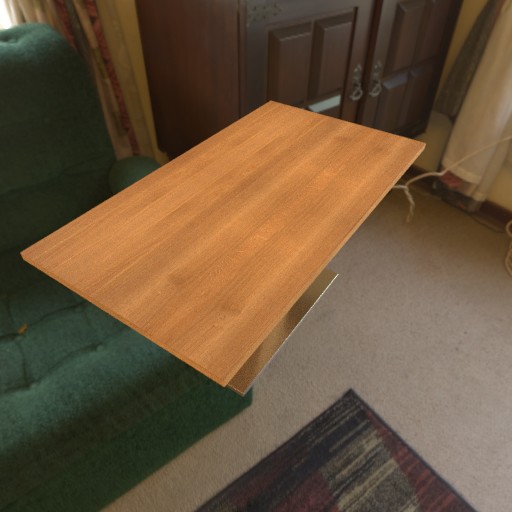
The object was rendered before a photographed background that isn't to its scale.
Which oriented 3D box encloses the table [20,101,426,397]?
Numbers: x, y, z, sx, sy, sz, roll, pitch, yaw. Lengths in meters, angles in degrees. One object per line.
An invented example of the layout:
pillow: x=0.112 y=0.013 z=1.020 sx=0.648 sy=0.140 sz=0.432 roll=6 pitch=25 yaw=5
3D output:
table: x=0.000 y=0.000 z=2.101 sx=0.900 sy=0.750 sz=1.600 roll=25 pitch=47 yaw=25
